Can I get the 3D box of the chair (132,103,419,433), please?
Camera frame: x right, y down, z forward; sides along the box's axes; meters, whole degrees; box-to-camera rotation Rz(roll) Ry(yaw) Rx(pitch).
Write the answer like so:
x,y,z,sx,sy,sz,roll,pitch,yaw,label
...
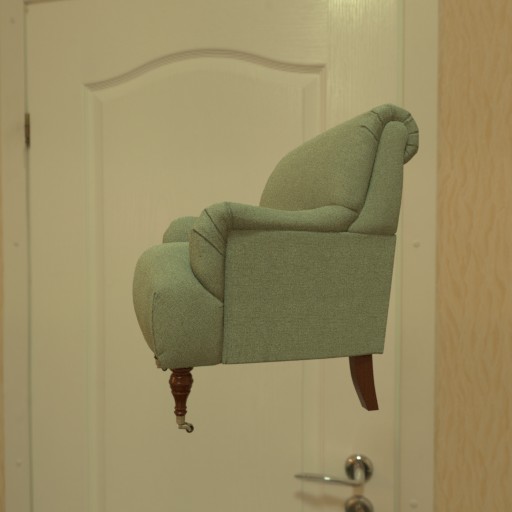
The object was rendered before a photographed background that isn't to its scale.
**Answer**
x,y,z,sx,sy,sz,roll,pitch,yaw,label
0.000,0.000,1.975,1.060,1.178,0.964,0,2,-18,chair
